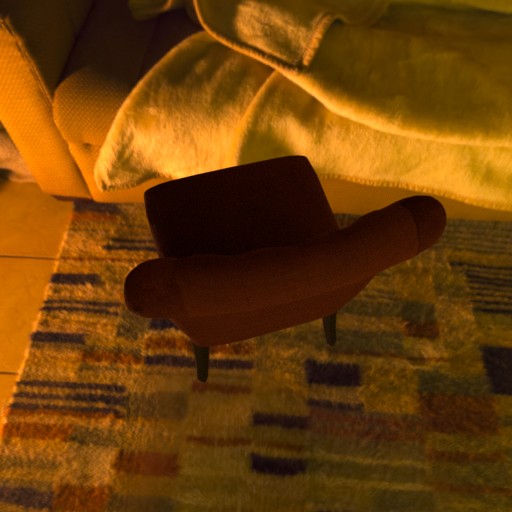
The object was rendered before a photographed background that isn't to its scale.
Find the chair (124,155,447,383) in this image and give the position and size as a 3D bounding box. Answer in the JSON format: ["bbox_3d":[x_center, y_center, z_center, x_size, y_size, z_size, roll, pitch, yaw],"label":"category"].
[{"bbox_3d":[0.000,0.000,1.174,0.582,0.750,0.605,-14,58,-9],"label":"chair"}]
